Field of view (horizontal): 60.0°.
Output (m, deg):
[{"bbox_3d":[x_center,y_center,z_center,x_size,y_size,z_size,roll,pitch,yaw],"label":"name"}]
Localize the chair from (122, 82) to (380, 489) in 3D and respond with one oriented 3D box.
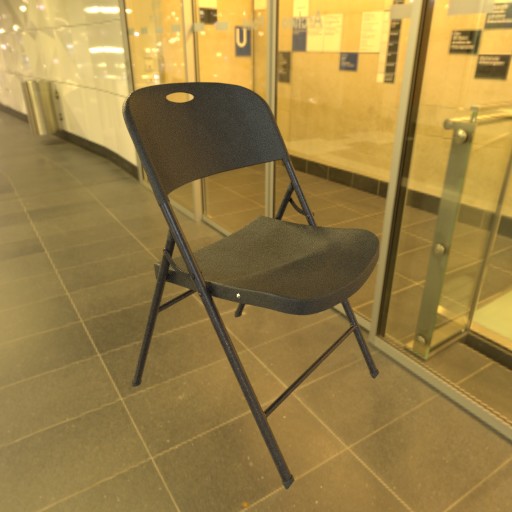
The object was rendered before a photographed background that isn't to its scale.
[{"bbox_3d":[0.000,0.000,1.143,0.566,0.810,0.494,18,31,34],"label":"chair"}]
